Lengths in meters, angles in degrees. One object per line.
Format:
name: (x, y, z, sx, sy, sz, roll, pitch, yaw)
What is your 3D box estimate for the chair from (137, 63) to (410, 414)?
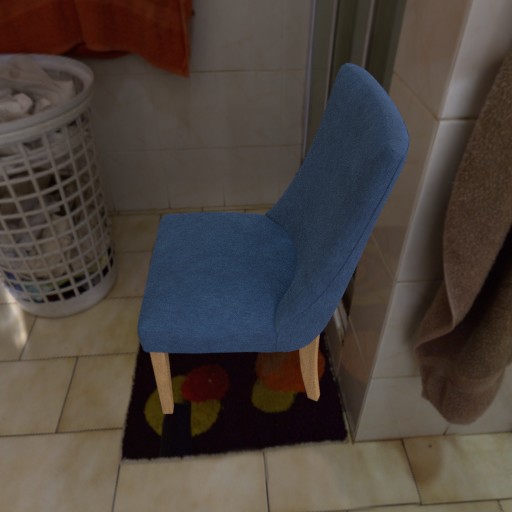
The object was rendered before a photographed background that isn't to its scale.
chair: (0.000, 0.000, 1.242, 0.609, 0.902, 0.495, -1, 42, -1)
